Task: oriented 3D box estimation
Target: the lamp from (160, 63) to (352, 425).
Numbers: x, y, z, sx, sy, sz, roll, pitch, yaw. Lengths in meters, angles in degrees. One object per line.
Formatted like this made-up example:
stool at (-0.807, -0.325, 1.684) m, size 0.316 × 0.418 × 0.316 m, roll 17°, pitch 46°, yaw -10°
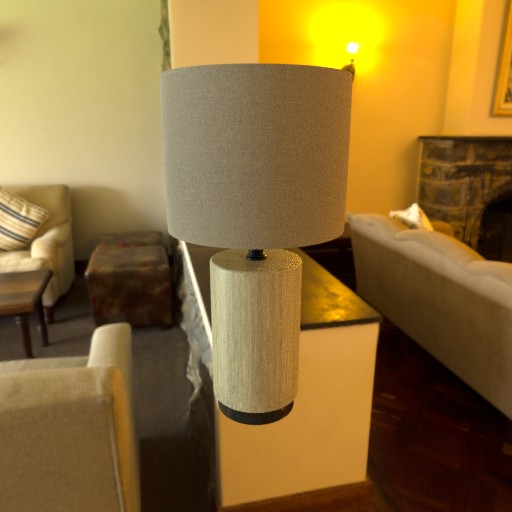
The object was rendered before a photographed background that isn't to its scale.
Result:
lamp at (0.000, 0.000, 0.590) m, size 0.228 × 0.444 × 0.228 m, roll 8°, pitch 18°, yaw 27°
